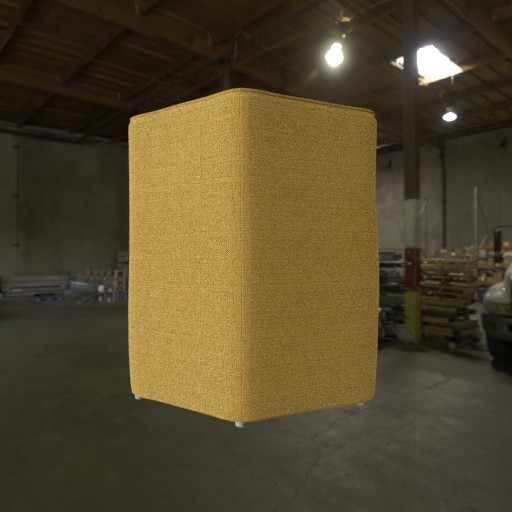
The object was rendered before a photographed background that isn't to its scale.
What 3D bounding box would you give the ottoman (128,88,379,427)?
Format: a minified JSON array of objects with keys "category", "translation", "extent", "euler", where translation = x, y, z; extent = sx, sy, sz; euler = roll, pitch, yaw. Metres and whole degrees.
[{"category":"ottoman","translation":[0.000,0.000,0.879],"extent":[0.494,0.502,0.443],"euler":[0,0,35]}]
